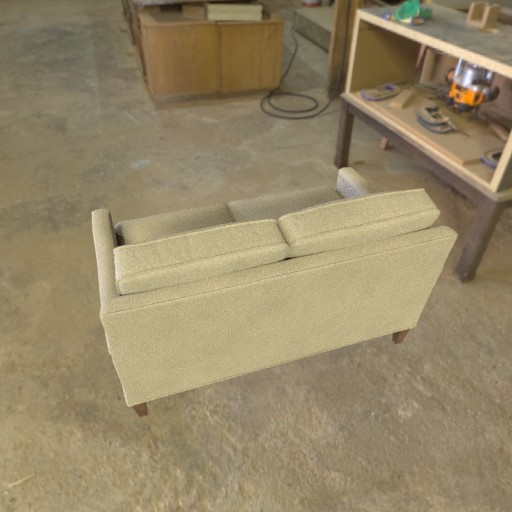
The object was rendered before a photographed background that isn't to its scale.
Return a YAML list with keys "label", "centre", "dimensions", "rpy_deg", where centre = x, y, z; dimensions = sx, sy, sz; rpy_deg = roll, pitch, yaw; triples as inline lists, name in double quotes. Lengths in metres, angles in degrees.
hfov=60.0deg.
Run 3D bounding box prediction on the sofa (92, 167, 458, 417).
- label: "sofa"
  centre: [0.000, 0.000, 2.342]
  dimensions: [1.597, 1.003, 1.084]
  rpy_deg: [-12, 42, -14]
